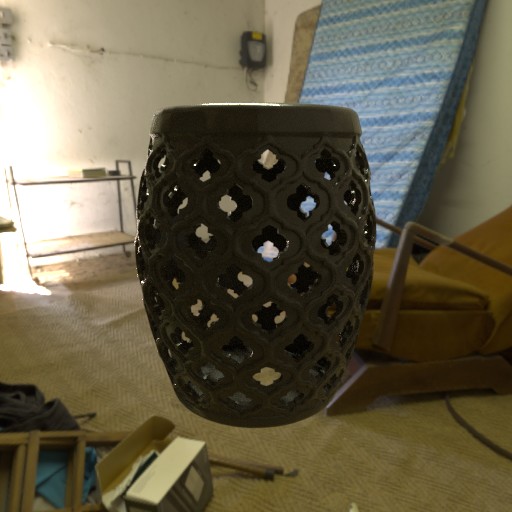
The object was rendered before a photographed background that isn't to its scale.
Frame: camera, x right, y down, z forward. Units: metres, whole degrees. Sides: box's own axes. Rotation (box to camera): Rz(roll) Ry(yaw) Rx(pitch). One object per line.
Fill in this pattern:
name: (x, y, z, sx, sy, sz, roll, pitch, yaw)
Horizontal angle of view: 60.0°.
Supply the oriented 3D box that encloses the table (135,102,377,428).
table: (0.000, 0.000, 0.623, 0.325, 0.388, 0.325, 0, 14, 0)
